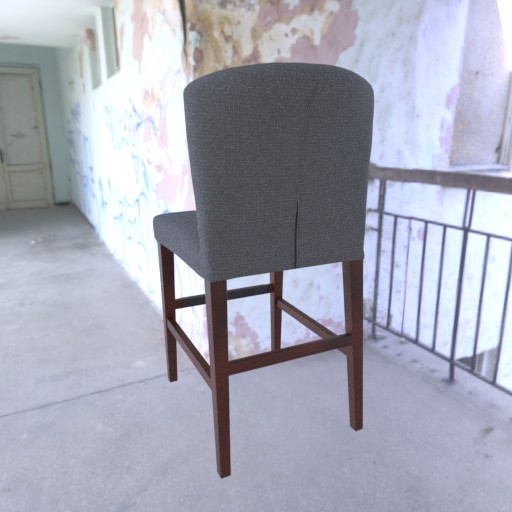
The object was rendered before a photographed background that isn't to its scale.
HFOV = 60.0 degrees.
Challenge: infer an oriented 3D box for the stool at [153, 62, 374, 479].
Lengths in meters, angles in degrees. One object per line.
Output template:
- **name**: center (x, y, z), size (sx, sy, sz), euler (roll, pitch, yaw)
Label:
- **stool**: center (0.000, 0.000, 1.283), size (0.479, 0.968, 0.568), euler (-7, 17, -25)
